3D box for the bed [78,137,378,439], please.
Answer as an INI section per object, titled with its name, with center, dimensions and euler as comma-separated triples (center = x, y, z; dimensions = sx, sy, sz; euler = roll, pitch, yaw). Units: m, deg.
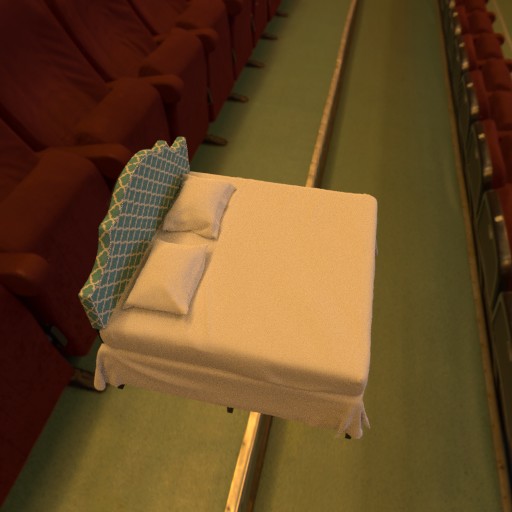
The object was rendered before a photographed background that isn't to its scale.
[bed]
center = 0.000, 0.000, 3.746
dimensions = 2.222, 1.601, 2.314
euler = 9, 48, 9
